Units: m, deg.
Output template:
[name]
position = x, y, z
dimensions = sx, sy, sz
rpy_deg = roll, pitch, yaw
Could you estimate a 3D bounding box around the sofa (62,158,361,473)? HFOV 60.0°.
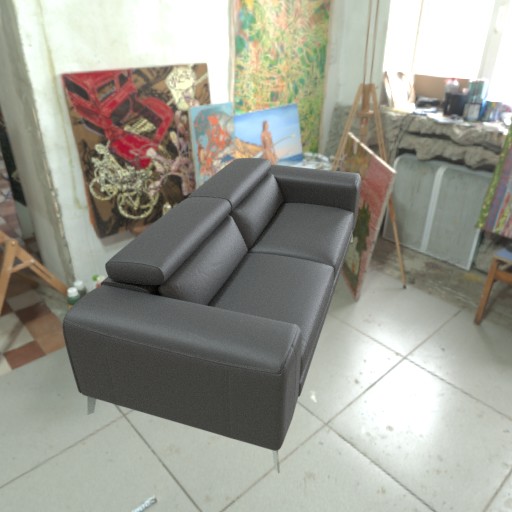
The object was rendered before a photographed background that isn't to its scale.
[sofa]
position = 0.000, 0.000, 2.795
dimensions = 1.023, 0.759, 2.321
rpy_deg = 9, 31, 16
